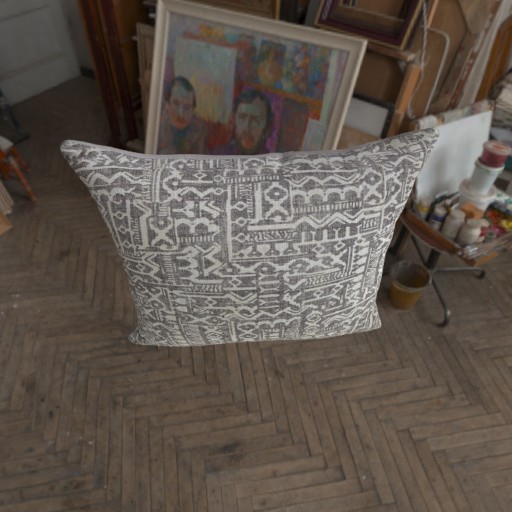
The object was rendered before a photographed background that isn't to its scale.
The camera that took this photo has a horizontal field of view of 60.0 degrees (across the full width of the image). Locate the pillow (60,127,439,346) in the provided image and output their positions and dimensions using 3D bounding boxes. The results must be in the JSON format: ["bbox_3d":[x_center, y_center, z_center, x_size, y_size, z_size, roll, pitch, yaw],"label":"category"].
[{"bbox_3d":[0.000,0.000,0.793,0.546,0.487,0.180,-3,45,-3],"label":"pillow"}]
